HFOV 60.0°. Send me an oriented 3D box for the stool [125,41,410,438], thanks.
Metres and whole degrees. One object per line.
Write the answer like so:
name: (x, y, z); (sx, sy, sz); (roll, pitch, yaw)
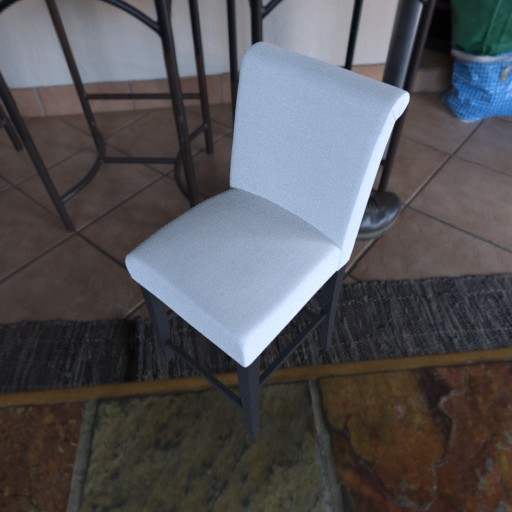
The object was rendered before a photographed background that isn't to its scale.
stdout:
stool: (0.000, 0.000, 1.321); (0.452, 0.976, 0.597); (32, 55, 27)
